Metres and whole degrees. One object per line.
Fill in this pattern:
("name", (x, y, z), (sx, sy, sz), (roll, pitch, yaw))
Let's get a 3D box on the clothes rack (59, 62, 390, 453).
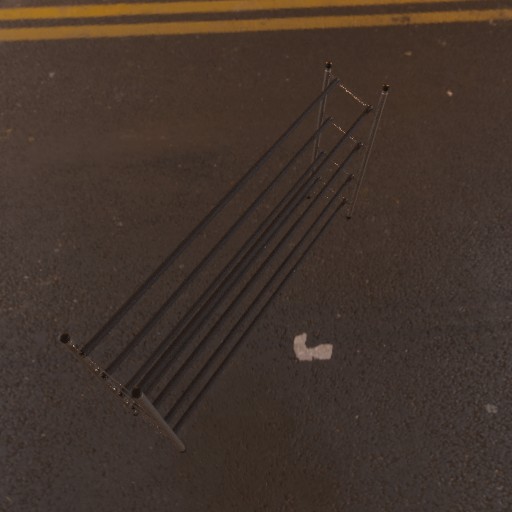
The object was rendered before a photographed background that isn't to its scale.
("clothes rack", (0.000, 0.000, 1.442), (0.229, 0.672, 1.168), (30, 62, 18))
